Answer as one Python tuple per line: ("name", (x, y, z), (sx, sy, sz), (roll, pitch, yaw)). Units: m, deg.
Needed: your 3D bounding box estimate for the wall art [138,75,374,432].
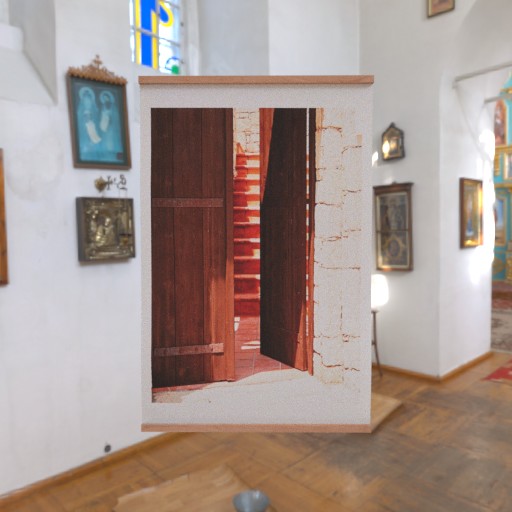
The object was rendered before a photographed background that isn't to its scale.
("wall art", (0.000, 0.000, 0.638), (0.332, 0.508, 0.012), (0, 2, 0))
